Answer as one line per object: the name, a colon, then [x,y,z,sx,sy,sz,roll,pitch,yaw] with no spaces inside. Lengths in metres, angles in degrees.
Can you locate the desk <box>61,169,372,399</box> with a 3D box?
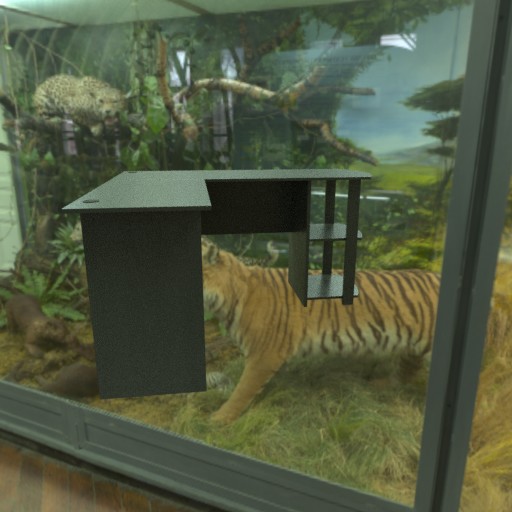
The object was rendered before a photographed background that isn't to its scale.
desk: [0.000,0.000,2.138,1.361,0.716,1.303,-2,16,-8]
